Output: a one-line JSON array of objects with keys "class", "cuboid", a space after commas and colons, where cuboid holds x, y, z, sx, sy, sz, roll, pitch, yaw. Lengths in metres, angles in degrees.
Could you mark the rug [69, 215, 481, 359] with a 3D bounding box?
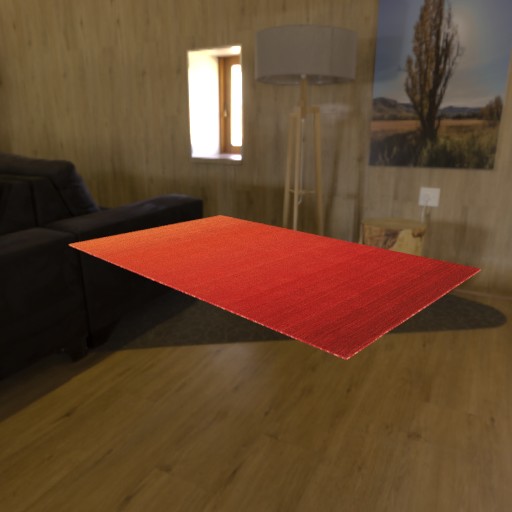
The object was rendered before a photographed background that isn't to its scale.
[{"class": "rug", "cuboid": [0.000, 0.000, 3.050, 2.442, 0.010, 1.531, 15, 22, 42]}]
